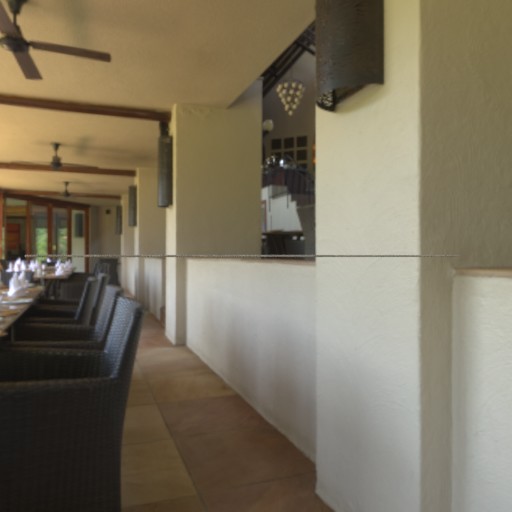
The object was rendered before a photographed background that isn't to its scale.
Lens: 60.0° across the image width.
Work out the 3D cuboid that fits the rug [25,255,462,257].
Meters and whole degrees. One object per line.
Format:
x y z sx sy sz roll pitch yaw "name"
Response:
0.000 0.000 2.732 2.435 0.011 0.750 0 0 -17 "rug"
